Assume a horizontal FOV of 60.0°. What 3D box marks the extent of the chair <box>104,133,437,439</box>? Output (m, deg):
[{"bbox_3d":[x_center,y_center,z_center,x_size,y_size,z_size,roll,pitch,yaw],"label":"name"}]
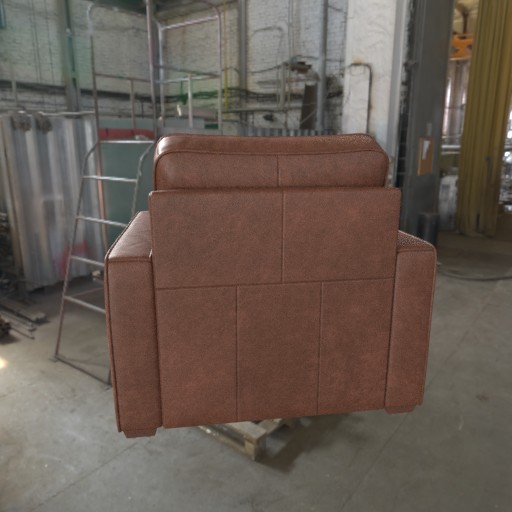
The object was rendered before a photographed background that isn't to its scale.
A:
[{"bbox_3d":[0.000,0.000,1.742,1.017,0.919,0.940,-2,14,-8],"label":"chair"}]
